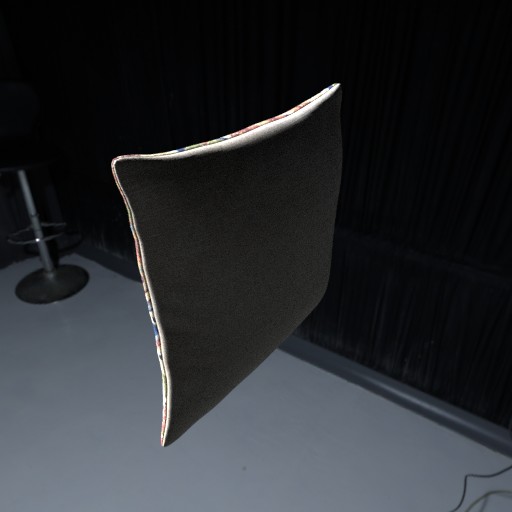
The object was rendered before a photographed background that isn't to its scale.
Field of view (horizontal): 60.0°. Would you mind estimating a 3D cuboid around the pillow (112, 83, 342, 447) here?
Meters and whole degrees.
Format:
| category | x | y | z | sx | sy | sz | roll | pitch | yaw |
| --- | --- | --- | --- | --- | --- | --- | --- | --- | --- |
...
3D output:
| category | x | y | z | sx | sy | sz | roll | pitch | yaw |
| --- | --- | --- | --- | --- | --- | --- | --- | --- | --- |
| pillow | 0.000 | 0.000 | 0.783 | 0.166 | 0.506 | 0.523 | 21 | 38 | 30 |
